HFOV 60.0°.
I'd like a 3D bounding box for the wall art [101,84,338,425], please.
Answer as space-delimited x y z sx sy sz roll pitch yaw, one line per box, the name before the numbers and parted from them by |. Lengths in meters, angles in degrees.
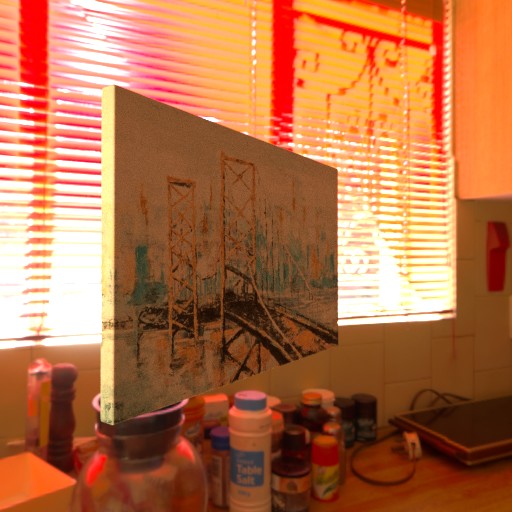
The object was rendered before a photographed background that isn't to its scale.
wall art | 0.000 0.000 1.167 0.038 0.609 0.913 0 -1 36
